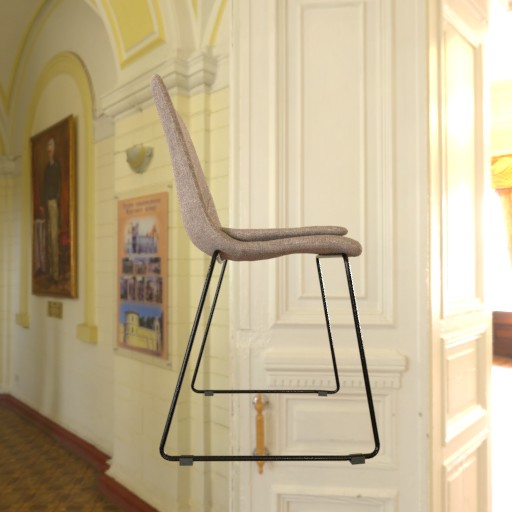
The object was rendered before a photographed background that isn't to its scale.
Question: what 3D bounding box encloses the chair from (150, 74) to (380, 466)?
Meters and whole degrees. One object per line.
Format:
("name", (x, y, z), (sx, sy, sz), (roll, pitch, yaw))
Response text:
("chair", (0.000, 0.000, 1.146), (0.518, 0.858, 0.479), (0, -1, 0))
